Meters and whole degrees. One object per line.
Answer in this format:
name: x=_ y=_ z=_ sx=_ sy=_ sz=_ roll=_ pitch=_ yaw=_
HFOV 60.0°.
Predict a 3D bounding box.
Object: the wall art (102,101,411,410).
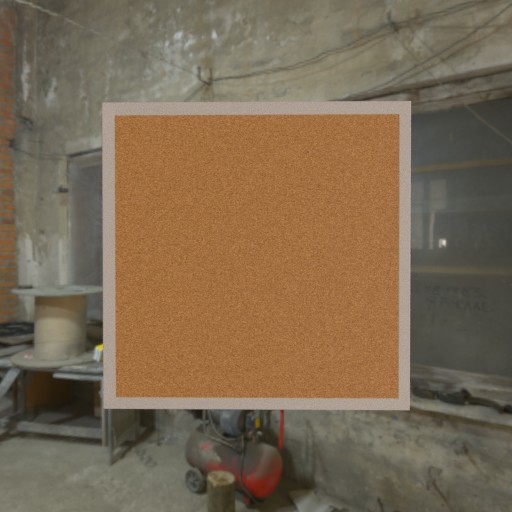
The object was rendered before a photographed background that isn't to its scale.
wall art: x=0.000 y=0.000 z=0.457 sx=0.305 sy=0.305 sz=0.038 roll=0 pitch=1 yaw=1
